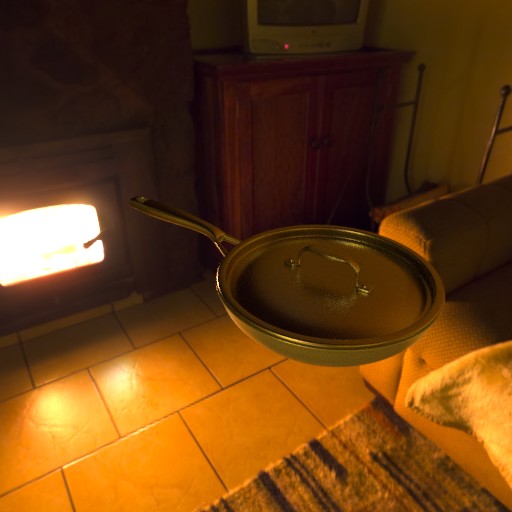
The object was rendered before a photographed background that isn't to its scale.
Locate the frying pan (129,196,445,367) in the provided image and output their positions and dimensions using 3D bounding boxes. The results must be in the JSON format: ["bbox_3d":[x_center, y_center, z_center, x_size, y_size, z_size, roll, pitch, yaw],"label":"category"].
[{"bbox_3d":[0.000,0.000,0.606,0.490,0.086,0.272,20,35,31],"label":"frying pan"}]
